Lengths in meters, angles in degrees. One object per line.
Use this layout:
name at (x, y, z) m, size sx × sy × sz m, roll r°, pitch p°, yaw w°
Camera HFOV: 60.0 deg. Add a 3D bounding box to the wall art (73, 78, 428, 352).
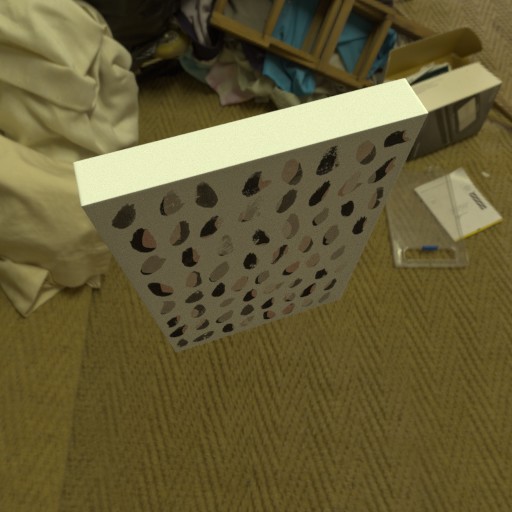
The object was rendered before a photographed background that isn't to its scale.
wall art at (0.000, 0.000, 0.484) m, size 0.252 × 0.381 × 0.039 m, roll -17°, pitch 65°, yaw -8°
